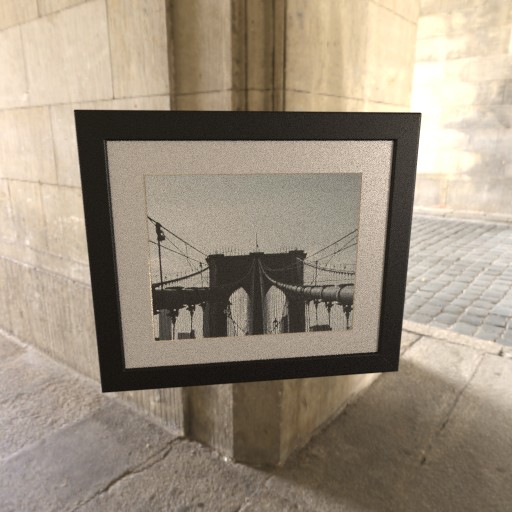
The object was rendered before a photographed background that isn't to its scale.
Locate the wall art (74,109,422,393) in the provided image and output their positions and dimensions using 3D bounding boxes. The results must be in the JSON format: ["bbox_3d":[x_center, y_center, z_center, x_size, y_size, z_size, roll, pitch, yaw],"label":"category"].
[{"bbox_3d":[0.000,0.000,0.724,0.521,0.450,0.018,-2,15,-8],"label":"wall art"}]
